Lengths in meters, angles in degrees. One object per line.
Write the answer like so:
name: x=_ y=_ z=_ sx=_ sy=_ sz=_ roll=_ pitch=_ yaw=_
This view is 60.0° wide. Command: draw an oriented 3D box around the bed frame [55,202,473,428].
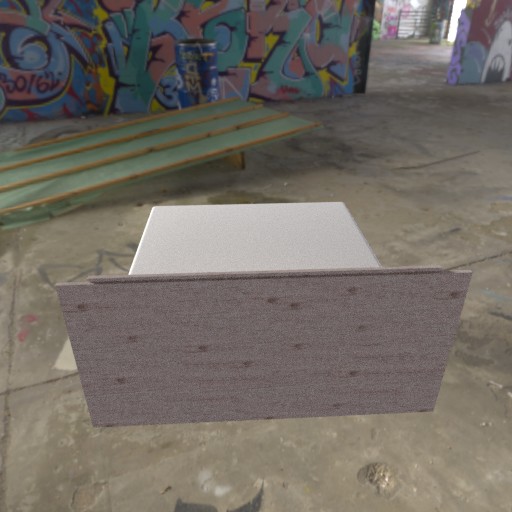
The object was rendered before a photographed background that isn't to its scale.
bed frame: x=0.000 y=0.000 z=3.197 sx=1.950 sy=0.970 sz=2.080 roll=-2 pitch=30 yaw=-3
